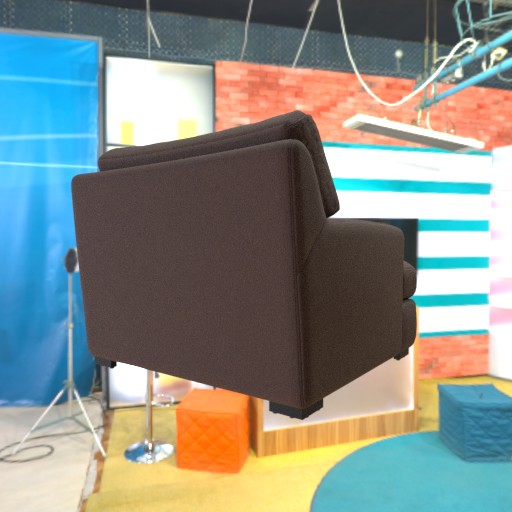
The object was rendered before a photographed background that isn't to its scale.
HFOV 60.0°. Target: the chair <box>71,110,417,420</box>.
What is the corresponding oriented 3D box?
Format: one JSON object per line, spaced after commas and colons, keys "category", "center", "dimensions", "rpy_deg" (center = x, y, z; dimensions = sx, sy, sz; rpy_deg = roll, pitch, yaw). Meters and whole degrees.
{"category": "chair", "center": [0.000, 0.000, 1.973], "dimensions": [1.168, 0.940, 1.143], "rpy_deg": [1, 2, 37]}
